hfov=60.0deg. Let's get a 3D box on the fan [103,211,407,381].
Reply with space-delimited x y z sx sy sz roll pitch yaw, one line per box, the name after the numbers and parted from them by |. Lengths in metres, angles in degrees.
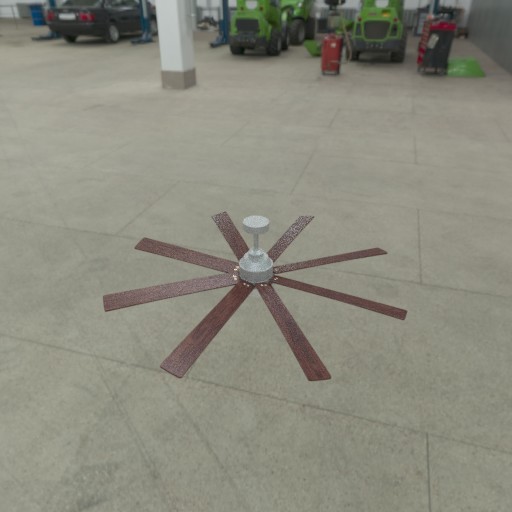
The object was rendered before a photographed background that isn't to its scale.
0.000 0.000 2.698 1.830 0.472 1.830 -10 33 -16 | fan
